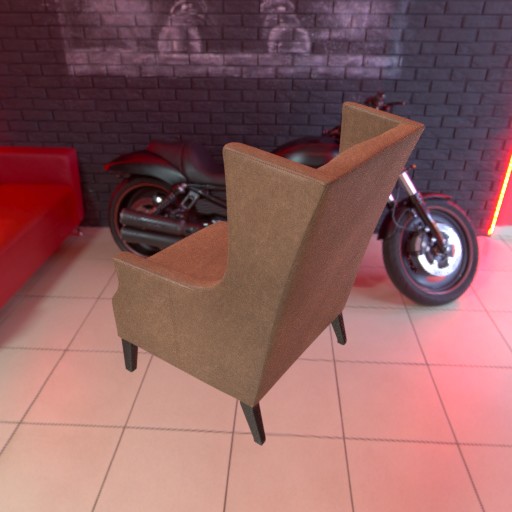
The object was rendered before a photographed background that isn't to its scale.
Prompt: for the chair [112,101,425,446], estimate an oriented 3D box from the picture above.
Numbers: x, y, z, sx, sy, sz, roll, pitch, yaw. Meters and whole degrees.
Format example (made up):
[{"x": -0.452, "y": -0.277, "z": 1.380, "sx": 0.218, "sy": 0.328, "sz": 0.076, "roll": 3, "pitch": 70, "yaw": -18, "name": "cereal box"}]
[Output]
[{"x": 0.000, "y": 0.000, "z": 1.725, "sx": 0.913, "sy": 1.088, "sz": 0.815, "roll": 20, "pitch": 35, "yaw": 31, "name": "chair"}]
